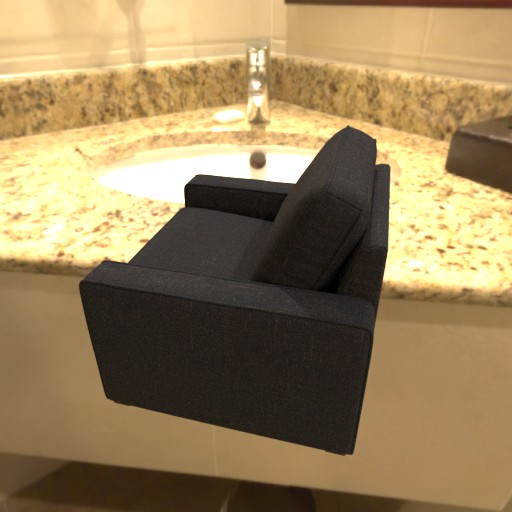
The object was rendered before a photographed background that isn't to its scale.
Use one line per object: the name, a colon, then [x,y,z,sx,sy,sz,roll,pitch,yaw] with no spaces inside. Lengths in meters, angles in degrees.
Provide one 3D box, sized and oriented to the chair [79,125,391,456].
chair: [0.000,0.000,1.759,0.940,0.919,1.017,8,32,13]
